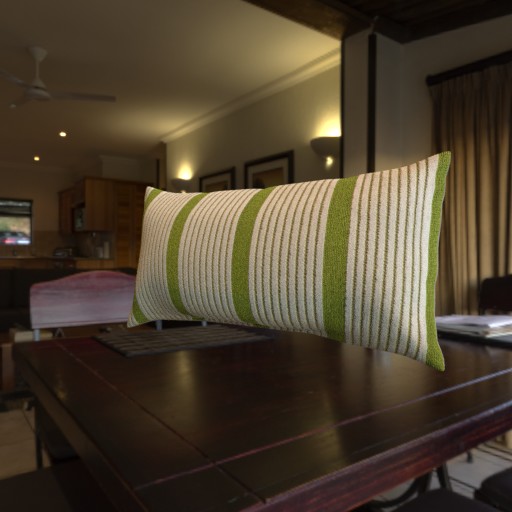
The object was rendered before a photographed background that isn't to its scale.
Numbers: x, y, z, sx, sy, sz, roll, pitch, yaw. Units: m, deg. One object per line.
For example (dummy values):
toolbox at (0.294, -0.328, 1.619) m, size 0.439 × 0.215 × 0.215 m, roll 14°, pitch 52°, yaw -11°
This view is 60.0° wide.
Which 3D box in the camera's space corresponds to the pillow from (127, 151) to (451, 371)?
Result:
pillow at (0.000, 0.000, 0.748) m, size 0.608 × 0.292 × 0.156 m, roll 0°, pitch 0°, yaw 35°
